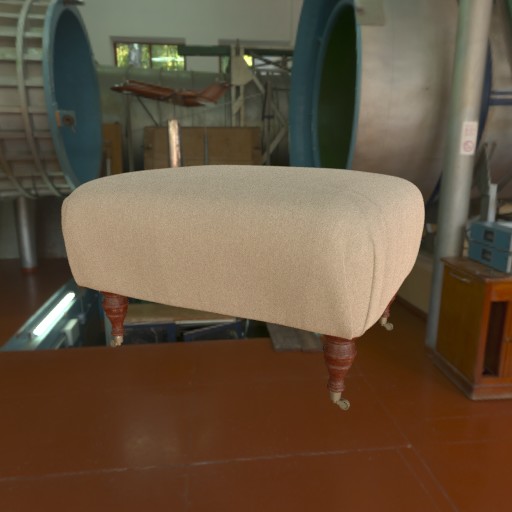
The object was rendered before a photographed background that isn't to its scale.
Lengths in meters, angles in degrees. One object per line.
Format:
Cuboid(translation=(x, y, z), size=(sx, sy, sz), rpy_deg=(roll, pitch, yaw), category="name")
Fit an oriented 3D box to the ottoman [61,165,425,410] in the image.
Cuboid(translation=(0.000, 0.000, 1.134), size=(0.746, 0.450, 0.639), rpy_deg=(7, 15, 27), category="ottoman")
